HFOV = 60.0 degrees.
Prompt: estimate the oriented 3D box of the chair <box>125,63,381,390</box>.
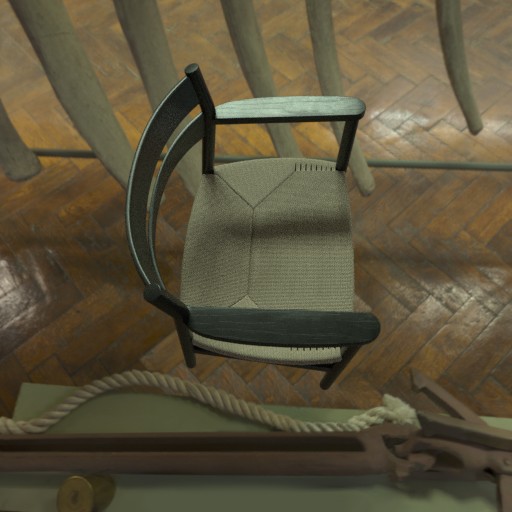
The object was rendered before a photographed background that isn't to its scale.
[{"bbox_3d":[0.000,0.000,1.206,0.508,0.775,0.630,3,64,2],"label":"chair"}]
